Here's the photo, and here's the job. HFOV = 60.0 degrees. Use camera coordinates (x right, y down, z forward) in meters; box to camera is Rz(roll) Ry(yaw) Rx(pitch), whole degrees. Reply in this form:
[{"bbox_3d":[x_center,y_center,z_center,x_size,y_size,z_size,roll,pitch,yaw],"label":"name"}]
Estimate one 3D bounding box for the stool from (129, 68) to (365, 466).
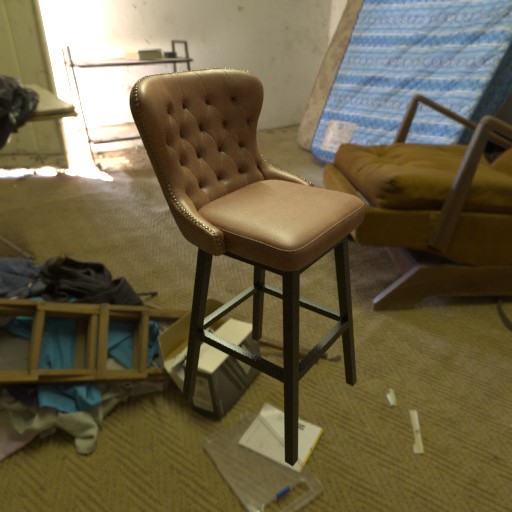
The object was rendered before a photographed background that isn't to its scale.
[{"bbox_3d":[0.000,0.000,1.396,0.601,1.050,0.528,19,33,32],"label":"stool"}]
